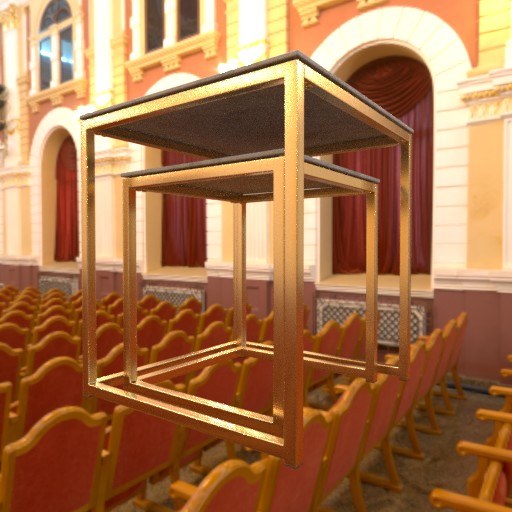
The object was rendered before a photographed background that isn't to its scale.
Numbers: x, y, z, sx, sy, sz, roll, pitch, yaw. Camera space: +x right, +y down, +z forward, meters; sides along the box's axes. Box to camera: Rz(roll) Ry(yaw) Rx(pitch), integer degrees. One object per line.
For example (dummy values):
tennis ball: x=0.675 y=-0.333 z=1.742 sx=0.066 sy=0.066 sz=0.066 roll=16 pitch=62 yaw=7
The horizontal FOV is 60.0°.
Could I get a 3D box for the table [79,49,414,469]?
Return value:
table: x=0.000 y=0.000 z=0.839 sx=0.450 sy=0.500 sz=0.450 roll=1 pitch=2 yaw=36
